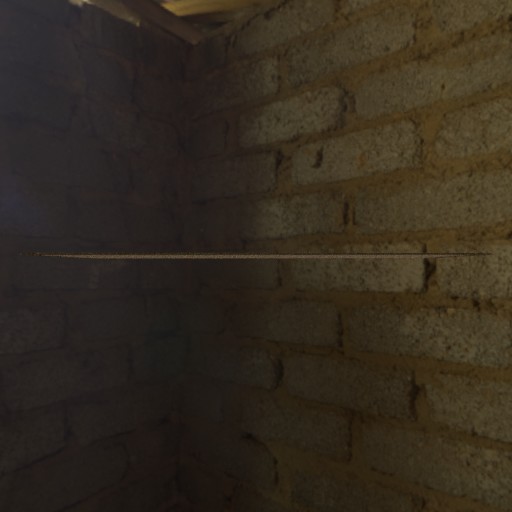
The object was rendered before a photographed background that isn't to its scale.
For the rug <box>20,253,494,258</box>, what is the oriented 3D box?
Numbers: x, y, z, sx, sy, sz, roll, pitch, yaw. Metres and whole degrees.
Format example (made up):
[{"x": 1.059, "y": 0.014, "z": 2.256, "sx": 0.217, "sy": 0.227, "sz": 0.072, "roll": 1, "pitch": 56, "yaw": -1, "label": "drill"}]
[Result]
[{"x": 0.000, "y": 0.000, "z": 2.651, "sx": 2.440, "sy": 0.013, "sz": 0.769, "roll": 0, "pitch": -2, "yaw": 1, "label": "rug"}]
